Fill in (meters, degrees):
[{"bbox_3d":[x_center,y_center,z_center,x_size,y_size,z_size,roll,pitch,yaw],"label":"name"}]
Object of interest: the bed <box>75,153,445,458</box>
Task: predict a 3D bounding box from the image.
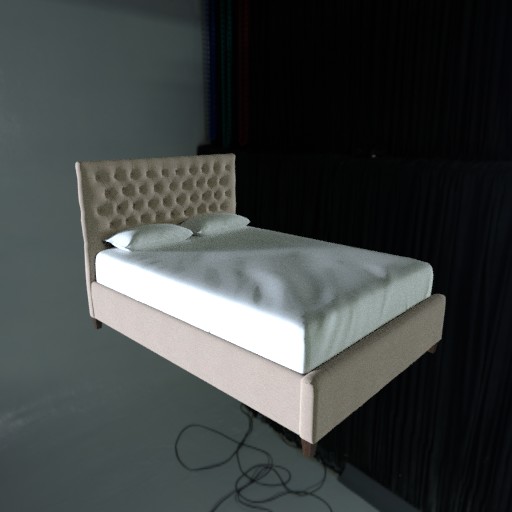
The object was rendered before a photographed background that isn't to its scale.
[{"bbox_3d":[0.000,0.000,3.468,2.387,1.427,1.698,15,21,41],"label":"bed"}]
